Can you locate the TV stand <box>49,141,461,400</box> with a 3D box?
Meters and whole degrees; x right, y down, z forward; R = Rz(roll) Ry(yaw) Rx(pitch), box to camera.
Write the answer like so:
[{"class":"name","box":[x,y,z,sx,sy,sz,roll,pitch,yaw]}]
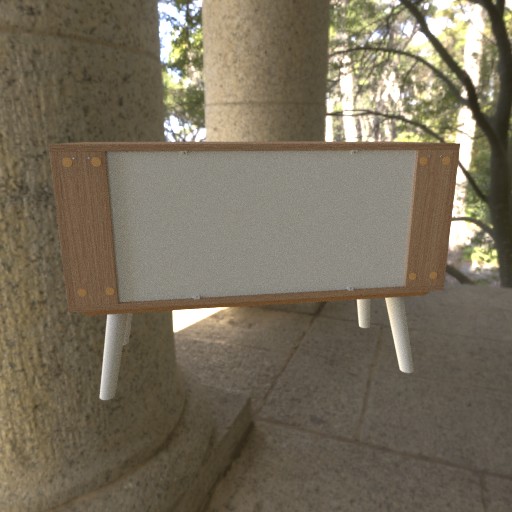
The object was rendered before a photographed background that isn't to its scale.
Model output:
[{"class":"TV stand","box":[0.000,0.000,1.331,0.991,0.660,0.407,-2,15,-9]}]
